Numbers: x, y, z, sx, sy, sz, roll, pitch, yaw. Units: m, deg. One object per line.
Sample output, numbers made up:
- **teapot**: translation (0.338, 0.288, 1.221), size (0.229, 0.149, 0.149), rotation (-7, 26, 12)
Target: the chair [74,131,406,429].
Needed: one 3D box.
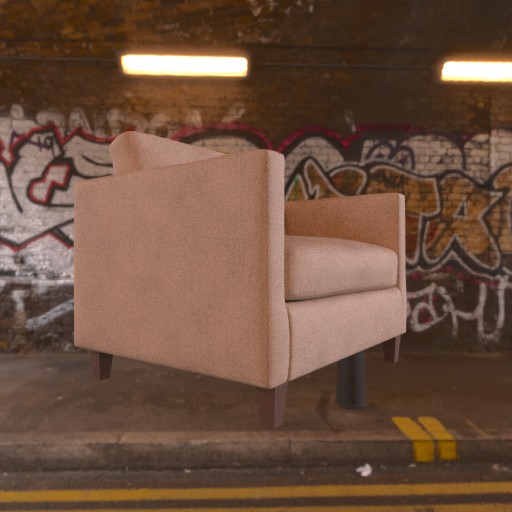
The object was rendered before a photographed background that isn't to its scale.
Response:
- **chair**: translation (0.000, 0.000, 1.861), size (0.959, 0.961, 1.133), rotation (0, 0, 37)
